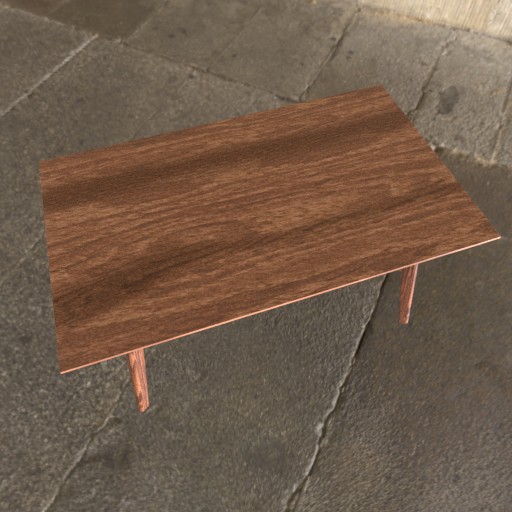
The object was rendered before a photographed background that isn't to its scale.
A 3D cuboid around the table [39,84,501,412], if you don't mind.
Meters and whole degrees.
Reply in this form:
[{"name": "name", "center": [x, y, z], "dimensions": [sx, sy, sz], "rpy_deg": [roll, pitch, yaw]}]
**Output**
[{"name": "table", "center": [0.000, 0.000, 1.779], "dimensions": [1.349, 0.724, 0.801], "rpy_deg": [-16, 58, -10]}]
